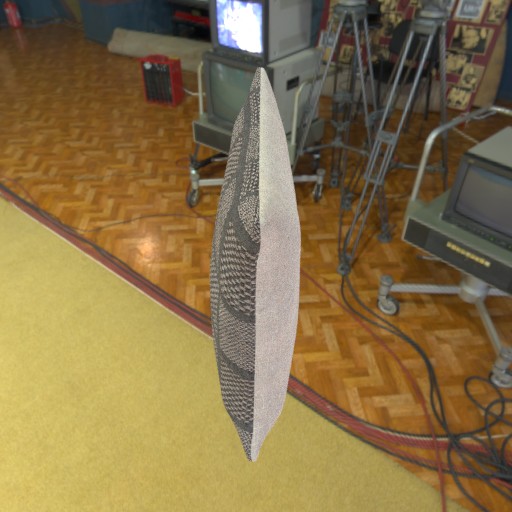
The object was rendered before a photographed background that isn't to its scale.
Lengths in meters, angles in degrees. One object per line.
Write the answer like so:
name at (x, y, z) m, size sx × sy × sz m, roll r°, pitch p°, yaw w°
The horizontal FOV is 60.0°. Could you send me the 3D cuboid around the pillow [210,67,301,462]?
pillow at (0.000, 0.000, 0.679) m, size 0.138 × 0.432 × 0.435 m, roll 0°, pitch 39°, yaw 1°
